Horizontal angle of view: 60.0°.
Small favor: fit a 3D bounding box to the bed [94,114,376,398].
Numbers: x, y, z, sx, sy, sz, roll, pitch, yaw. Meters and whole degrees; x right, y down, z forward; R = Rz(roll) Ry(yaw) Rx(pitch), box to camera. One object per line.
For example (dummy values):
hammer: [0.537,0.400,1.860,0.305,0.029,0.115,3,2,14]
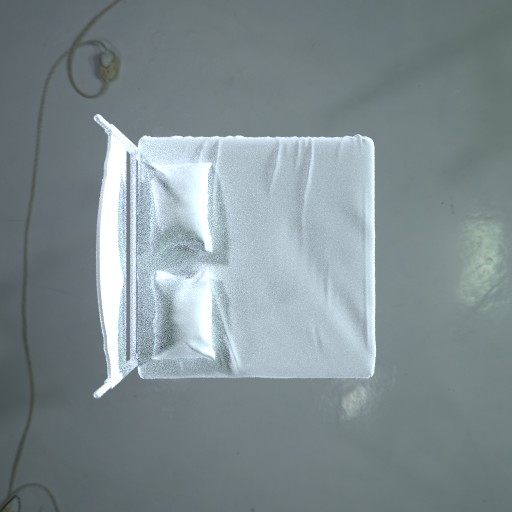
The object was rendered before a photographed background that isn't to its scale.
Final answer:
bed: [0.000,0.000,3.643,2.219,1.355,2.322,0,90,0]
